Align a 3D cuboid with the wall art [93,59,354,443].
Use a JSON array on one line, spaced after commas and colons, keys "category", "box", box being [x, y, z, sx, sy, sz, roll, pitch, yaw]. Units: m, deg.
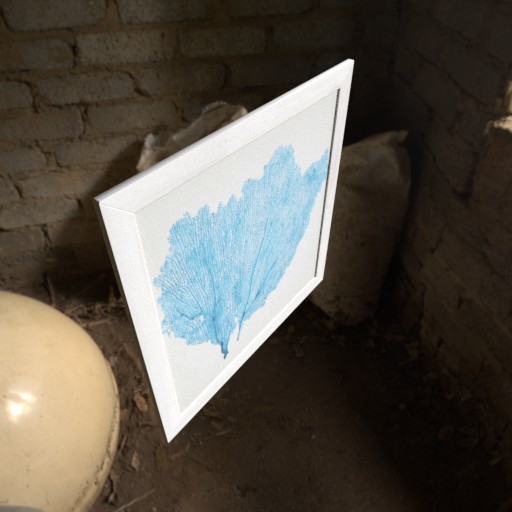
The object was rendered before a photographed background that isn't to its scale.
[{"category": "wall art", "box": [0.000, 0.000, 0.861, 0.013, 0.584, 0.584, 28, 49, 27]}]
